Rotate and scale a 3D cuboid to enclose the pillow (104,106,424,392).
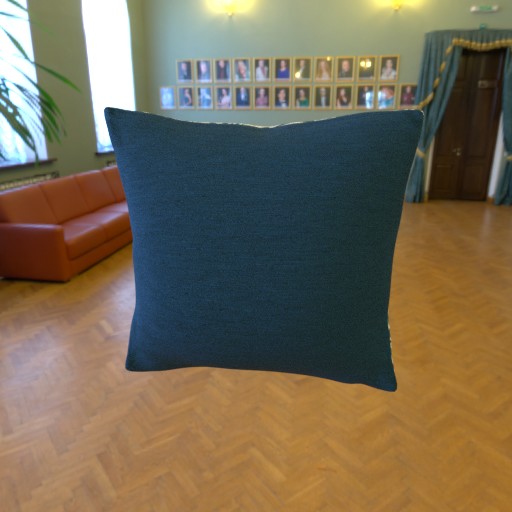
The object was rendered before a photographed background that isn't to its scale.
[{"bbox_3d":[0.000,0.000,0.655,0.440,0.420,0.145,2,17,8],"label":"pillow"}]
